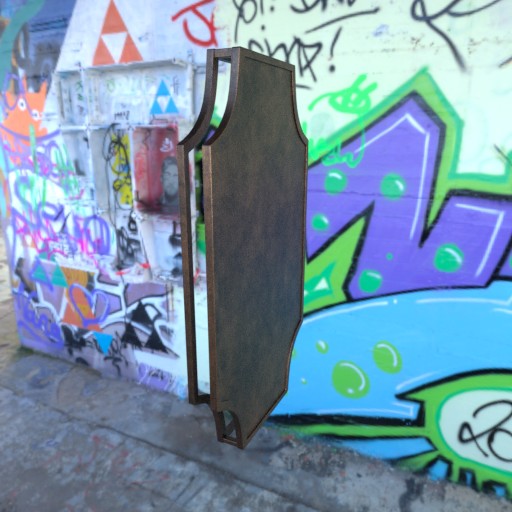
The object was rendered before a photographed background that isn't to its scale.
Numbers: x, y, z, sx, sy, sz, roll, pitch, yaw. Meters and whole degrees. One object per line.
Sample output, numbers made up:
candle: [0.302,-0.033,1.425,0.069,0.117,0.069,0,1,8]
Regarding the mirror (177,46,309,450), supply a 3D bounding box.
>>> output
mirror: [0.000,0.000,0.984,0.066,0.811,0.462,8,17,25]
